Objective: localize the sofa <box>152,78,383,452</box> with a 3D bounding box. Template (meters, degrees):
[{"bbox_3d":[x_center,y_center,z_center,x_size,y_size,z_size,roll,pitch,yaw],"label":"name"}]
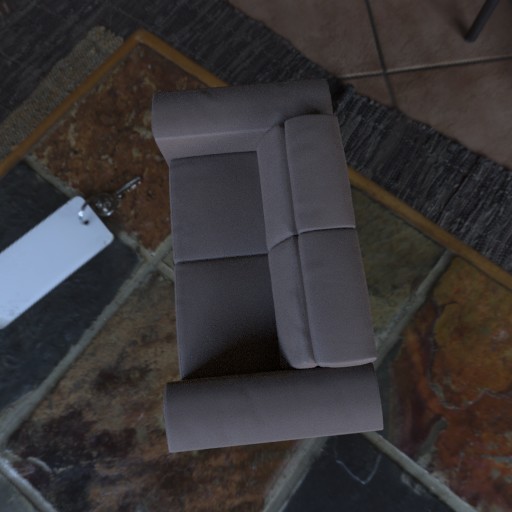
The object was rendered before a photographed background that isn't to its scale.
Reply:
[{"bbox_3d":[0.000,0.000,2.460,1.003,0.779,1.895,-5,75,-1],"label":"sofa"}]
